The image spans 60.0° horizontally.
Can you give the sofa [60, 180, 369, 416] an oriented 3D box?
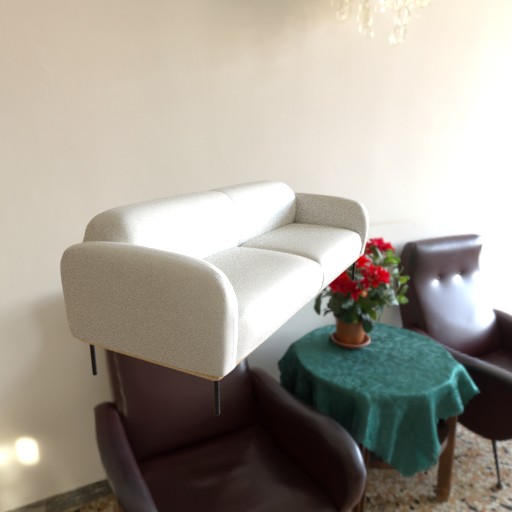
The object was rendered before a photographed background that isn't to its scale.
[{"bbox_3d":[0.000,0.000,2.723,0.880,0.780,2.257,8,17,27],"label":"sofa"}]
